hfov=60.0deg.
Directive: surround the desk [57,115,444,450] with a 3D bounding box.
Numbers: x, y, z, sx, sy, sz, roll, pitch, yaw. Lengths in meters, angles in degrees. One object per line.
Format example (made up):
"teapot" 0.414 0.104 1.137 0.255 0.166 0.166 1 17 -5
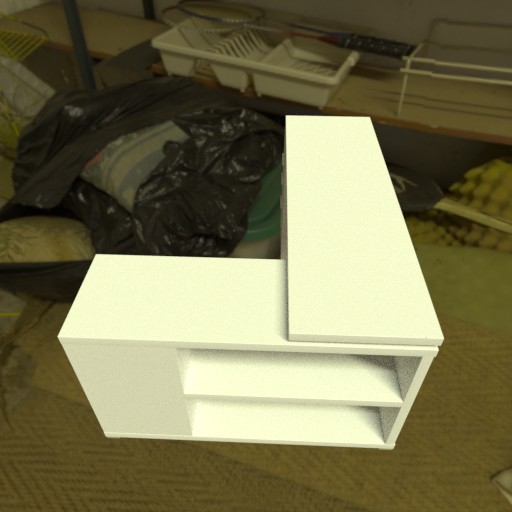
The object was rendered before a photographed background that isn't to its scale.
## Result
"desk" 0.000 0.000 2.168 1.200 0.753 1.524 2 42 2
